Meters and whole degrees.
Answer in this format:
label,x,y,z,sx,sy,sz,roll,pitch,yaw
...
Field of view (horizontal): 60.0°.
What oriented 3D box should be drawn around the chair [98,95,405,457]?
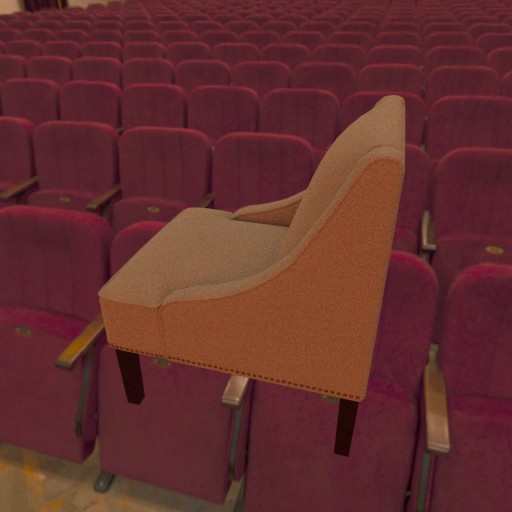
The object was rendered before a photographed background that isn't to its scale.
label,x,y,z,sx,sy,sz,roll,pitch,yaw
chair,0.000,0.000,1.354,0.748,0.872,0.628,8,31,14
